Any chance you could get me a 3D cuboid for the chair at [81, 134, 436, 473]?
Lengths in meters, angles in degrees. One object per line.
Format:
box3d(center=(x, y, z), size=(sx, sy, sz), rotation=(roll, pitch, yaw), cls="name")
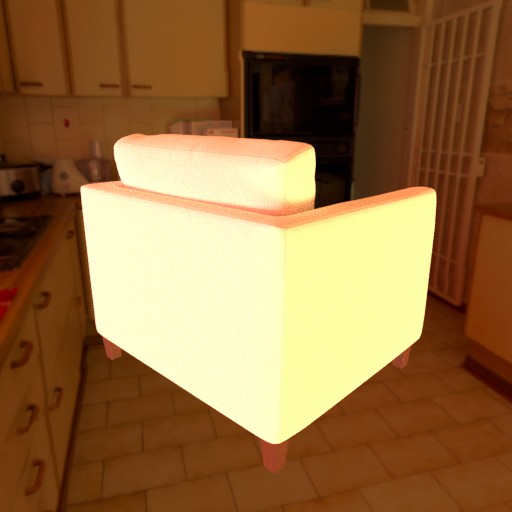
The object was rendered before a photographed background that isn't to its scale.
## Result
box3d(center=(0.000, 0.000, 1.665), size=(1.019, 0.885, 0.878), rotation=(15, 23, 41), cls="chair")
